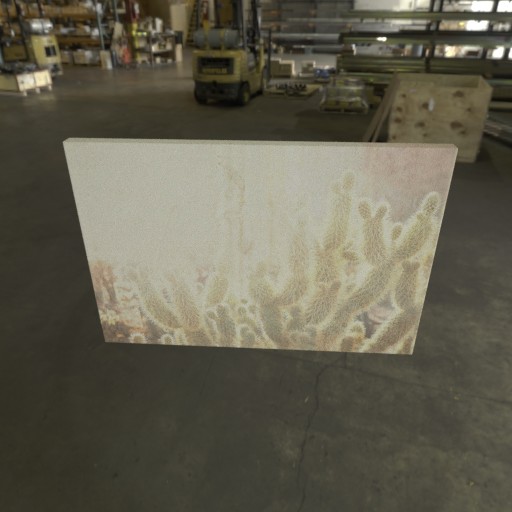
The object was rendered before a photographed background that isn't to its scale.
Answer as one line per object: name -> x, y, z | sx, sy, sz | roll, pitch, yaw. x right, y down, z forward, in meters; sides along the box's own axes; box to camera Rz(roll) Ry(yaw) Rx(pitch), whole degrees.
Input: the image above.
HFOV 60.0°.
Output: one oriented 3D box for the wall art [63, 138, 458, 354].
wall art -> 0.000, 0.000, 1.188 | 0.916, 0.608, 0.040 | 2, 29, 3
